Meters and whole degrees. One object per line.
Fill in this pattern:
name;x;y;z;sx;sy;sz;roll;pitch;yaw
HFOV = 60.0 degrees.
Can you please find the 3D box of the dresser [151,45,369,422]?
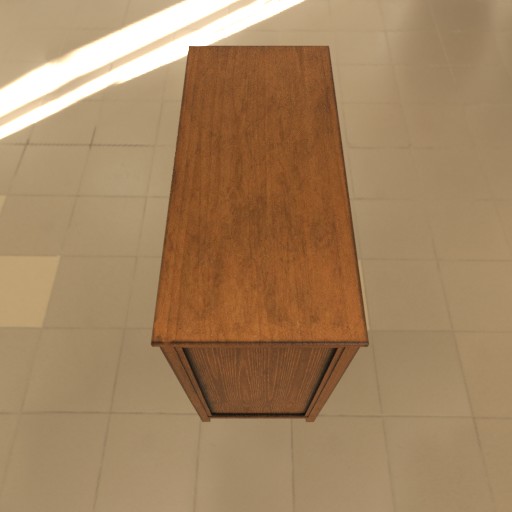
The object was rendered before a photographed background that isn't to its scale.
dresser;0.000;0.000;1.992;0.591;1.224;1.250;0;59;0
